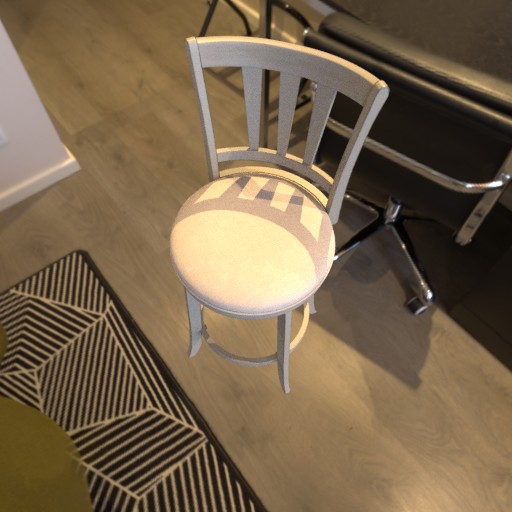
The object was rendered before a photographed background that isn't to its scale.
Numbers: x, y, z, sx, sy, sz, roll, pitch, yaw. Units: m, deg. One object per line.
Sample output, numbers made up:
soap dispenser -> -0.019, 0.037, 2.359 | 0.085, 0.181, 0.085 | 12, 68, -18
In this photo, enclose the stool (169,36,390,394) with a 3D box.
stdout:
stool -> 0.000, 0.000, 1.253 | 0.436, 1.042, 0.475 | 18, 61, 10
